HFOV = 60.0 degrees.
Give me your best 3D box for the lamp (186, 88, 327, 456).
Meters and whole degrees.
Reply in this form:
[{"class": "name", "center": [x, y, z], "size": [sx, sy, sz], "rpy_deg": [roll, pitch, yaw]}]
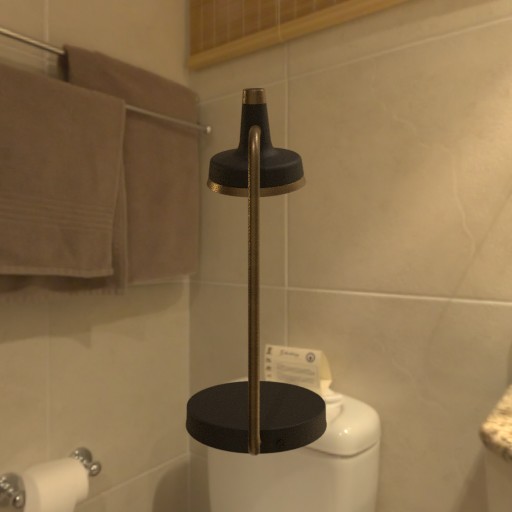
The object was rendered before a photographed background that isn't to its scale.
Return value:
[{"class": "lamp", "center": [0.000, 0.000, 0.493], "size": [0.162, 0.385, 0.218], "rpy_deg": [0, 1, 1]}]
